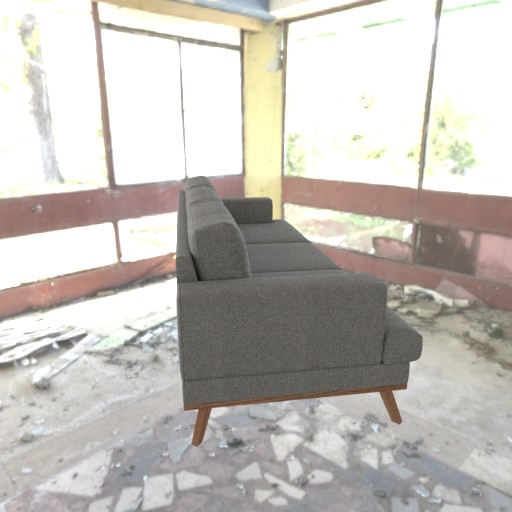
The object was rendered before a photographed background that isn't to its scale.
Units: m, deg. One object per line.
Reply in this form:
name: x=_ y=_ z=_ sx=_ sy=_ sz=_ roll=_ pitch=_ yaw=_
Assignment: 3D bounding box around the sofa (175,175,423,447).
sofa: x=0.000 y=0.000 z=2.677 sx=0.920 sy=0.810 sz=2.310 roll=-3 pitch=16 yaw=-9
